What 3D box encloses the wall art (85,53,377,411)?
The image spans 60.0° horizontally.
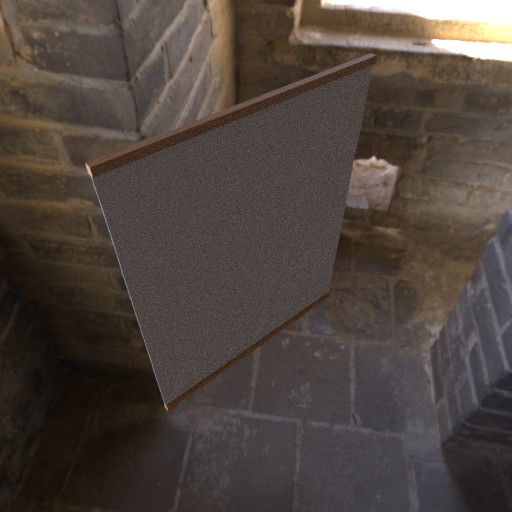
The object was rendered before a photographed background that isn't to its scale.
[{"bbox_3d":[0.000,0.000,0.682,0.404,0.507,0.010,-30,53,-26],"label":"wall art"}]
